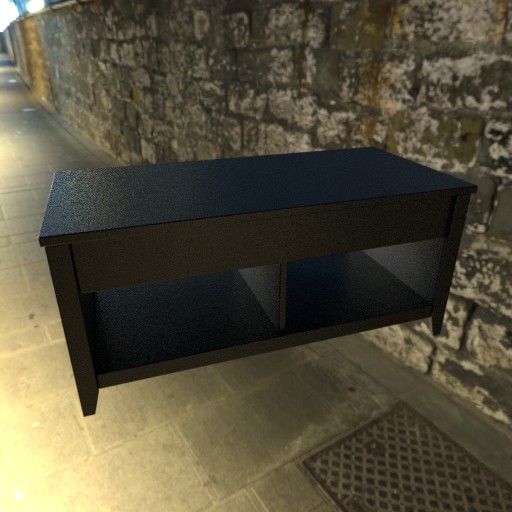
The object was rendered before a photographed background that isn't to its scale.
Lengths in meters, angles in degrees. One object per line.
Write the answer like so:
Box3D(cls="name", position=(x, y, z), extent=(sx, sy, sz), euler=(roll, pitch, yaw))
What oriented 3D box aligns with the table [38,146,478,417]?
Box3D(cls="table", position=(0.000, 0.000, 1.271), extent=(1.016, 0.457, 0.483), euler=(-8, 27, -17))
